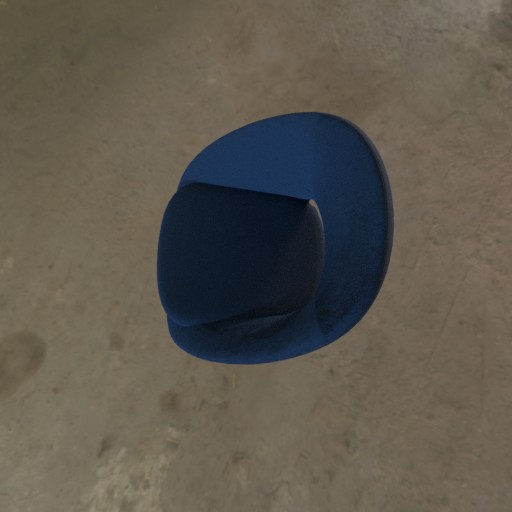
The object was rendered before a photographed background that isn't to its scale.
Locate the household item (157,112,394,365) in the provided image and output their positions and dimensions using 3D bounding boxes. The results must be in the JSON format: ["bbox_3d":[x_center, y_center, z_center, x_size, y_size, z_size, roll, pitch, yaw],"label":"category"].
[{"bbox_3d":[0.000,0.000,1.305,0.573,0.852,0.623,1,76,0],"label":"household item"}]
